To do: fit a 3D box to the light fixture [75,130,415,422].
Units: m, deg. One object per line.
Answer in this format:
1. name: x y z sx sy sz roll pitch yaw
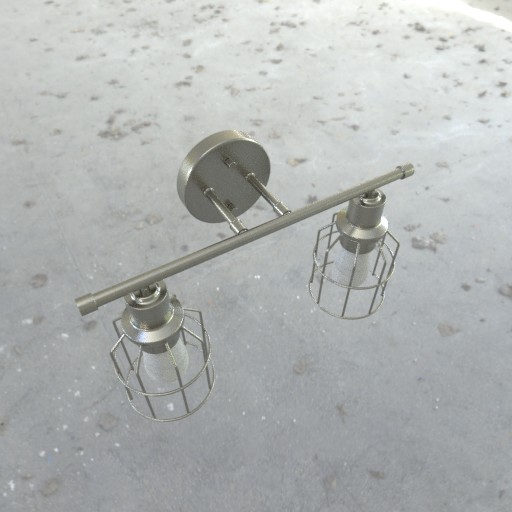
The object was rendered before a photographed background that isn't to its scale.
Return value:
1. light fixture: 0.000 0.000 0.537 0.406 0.254 0.165 -24 52 -21
